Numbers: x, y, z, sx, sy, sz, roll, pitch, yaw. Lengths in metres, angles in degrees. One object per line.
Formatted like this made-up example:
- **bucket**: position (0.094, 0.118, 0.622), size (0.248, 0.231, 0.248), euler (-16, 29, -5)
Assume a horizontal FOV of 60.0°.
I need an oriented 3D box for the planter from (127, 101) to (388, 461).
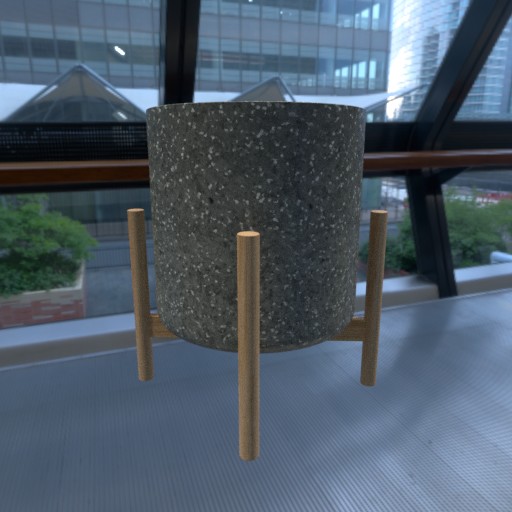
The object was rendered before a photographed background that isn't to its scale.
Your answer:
- **planter**: position (0.000, 0.000, 0.677), size (0.360, 0.419, 0.360), euler (6, 15, 24)
